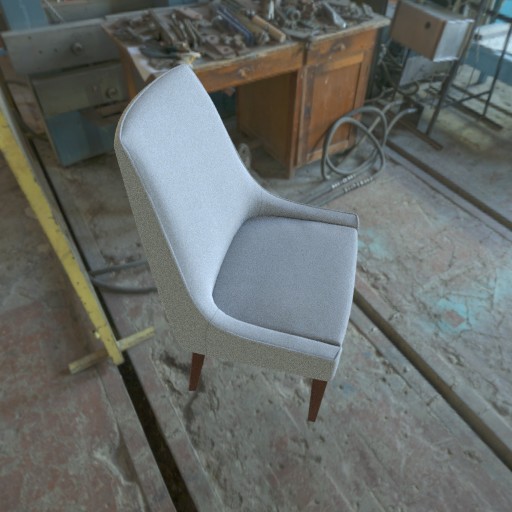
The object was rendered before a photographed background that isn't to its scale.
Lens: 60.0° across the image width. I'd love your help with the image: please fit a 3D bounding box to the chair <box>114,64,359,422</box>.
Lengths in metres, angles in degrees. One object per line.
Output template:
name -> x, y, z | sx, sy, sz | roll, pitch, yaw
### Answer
chair -> 0.000, 0.000, 1.204 | 0.544, 0.861, 0.529 | 10, 47, 10
